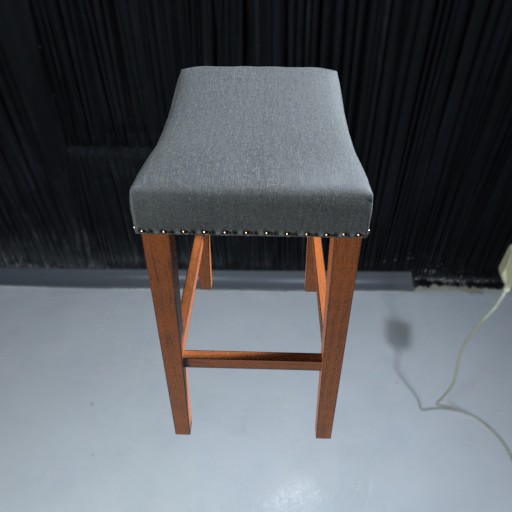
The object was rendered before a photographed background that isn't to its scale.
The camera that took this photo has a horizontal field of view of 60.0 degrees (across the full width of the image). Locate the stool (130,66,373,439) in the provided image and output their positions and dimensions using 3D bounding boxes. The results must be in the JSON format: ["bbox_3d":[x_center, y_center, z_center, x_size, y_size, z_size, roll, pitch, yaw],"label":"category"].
[{"bbox_3d":[0.000,0.000,0.873,0.320,0.612,0.439,1,42,1],"label":"stool"}]
